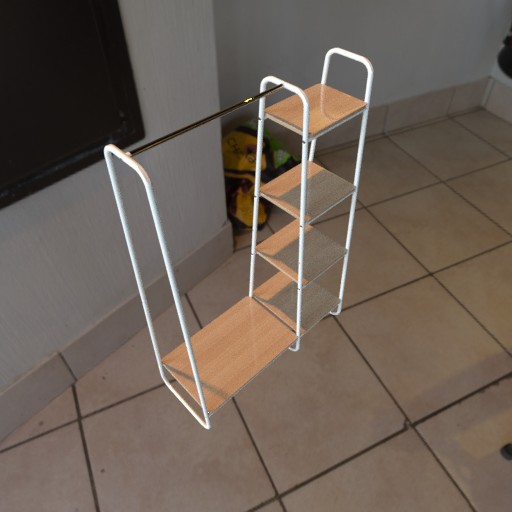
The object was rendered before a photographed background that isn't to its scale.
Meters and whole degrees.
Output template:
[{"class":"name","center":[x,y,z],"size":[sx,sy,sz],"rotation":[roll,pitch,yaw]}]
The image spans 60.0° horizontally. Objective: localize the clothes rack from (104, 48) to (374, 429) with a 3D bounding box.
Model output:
[{"class":"clothes rack","center":[0.000,0.000,1.972],"size":[1.011,1.500,0.400],"rotation":[-35,55,-29]}]
